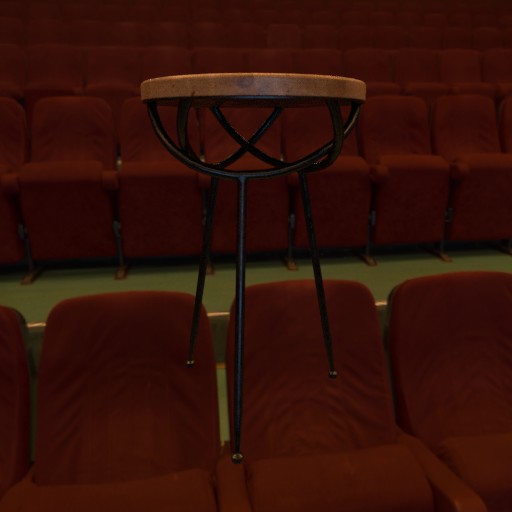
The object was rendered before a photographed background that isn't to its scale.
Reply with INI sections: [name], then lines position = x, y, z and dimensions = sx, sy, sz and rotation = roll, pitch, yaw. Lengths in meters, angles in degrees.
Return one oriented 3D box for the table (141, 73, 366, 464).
[table]
position = 0.000, 0.000, 0.919
dimensions = 0.418, 0.664, 0.414
rotation = -3, 17, -8
